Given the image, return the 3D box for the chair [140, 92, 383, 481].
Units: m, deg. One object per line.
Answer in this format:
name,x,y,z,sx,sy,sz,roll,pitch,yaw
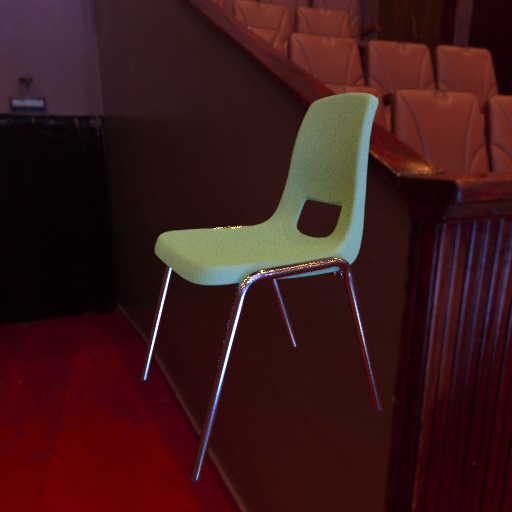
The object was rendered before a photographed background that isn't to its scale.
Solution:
chair,0.000,0.000,0.920,0.436,0.653,0.381,-7,16,-26
